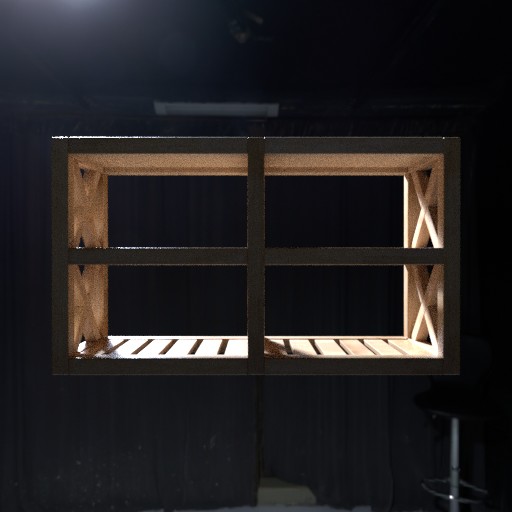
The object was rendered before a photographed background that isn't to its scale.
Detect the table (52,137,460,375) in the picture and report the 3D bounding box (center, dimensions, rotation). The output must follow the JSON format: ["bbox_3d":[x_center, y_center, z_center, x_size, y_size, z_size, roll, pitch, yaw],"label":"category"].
[{"bbox_3d":[0.000,0.000,1.608,1.320,0.762,0.381,0,0,0],"label":"table"}]
